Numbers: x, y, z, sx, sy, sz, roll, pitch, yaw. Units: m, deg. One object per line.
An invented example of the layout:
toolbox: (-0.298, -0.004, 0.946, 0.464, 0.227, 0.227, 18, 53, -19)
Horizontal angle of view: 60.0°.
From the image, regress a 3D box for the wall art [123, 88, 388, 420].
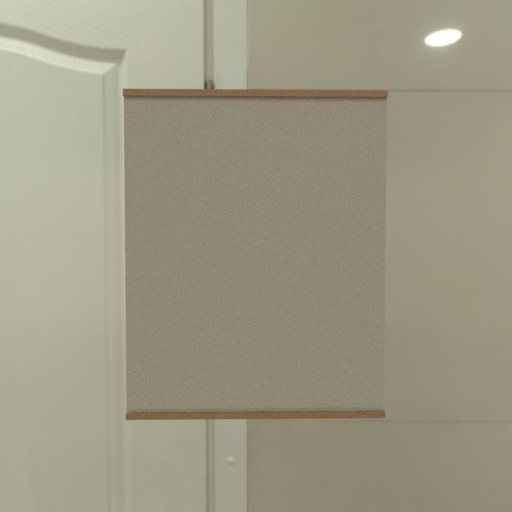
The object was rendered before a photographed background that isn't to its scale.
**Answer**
wall art: (0.000, 0.000, 0.689, 0.405, 0.508, 0.012, 0, 2, -1)
